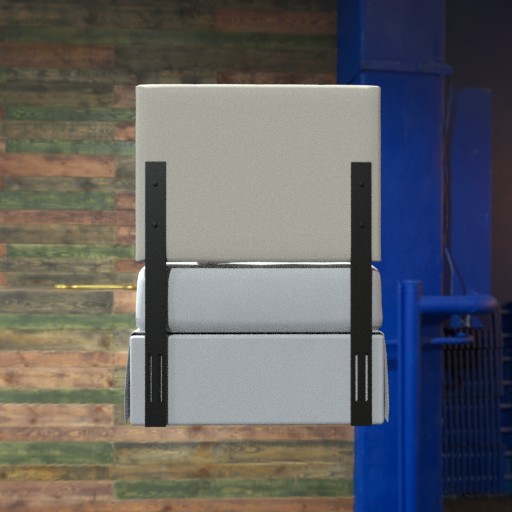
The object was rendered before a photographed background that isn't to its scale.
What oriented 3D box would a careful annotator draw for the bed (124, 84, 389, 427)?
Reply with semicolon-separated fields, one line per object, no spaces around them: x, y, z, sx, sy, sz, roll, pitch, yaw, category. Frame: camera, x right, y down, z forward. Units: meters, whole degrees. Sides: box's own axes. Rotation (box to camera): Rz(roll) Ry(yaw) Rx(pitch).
0.000;0.000;3.008;1.261;1.571;1.997;0;0;-1;bed
